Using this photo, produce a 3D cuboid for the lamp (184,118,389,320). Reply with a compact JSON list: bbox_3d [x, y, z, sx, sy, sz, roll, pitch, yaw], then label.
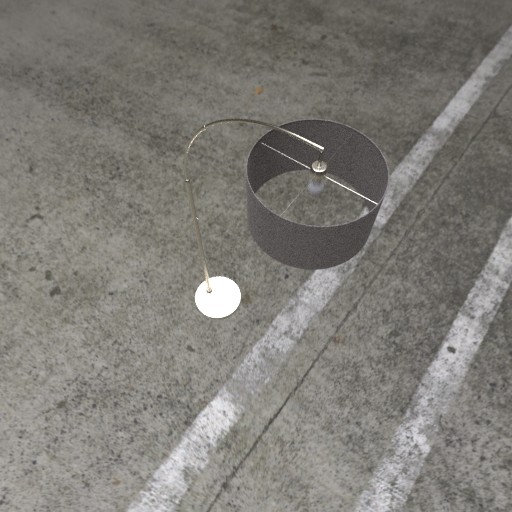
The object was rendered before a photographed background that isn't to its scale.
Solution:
[{"bbox_3d":[0.000,0.000,2.141,0.934,1.735,0.452,32,64,18],"label":"lamp"}]
